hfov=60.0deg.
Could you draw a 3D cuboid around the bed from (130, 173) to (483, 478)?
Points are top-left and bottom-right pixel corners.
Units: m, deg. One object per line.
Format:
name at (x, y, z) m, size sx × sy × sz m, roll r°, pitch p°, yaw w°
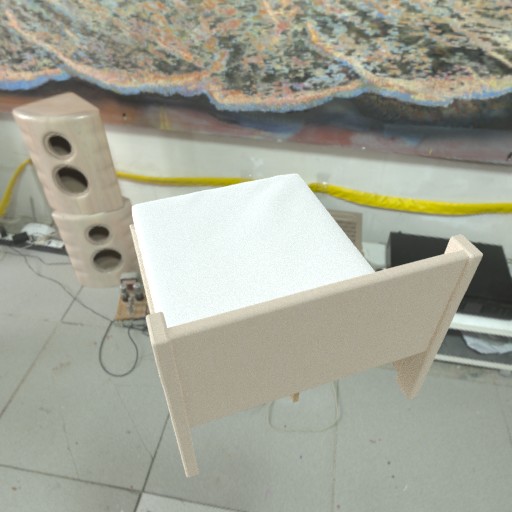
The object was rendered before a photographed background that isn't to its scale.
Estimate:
bed at (0.000, 0.000, 3.435) m, size 1.778 × 1.471 × 2.293 m, roll -13°, pitch 44°, yaw -14°
